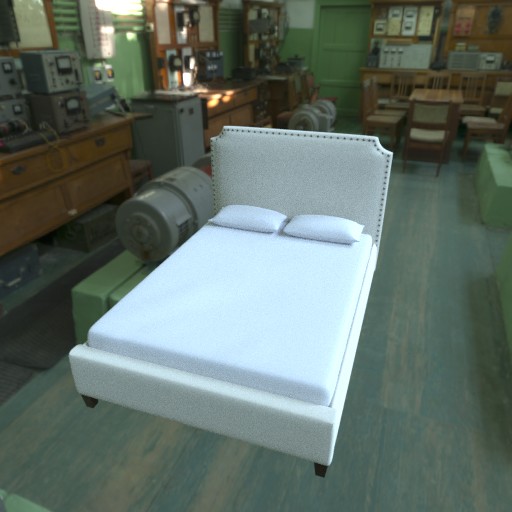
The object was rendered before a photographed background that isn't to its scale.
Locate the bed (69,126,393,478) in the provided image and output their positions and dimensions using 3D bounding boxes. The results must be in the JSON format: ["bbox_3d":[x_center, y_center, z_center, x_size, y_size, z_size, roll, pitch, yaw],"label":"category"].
[{"bbox_3d":[0.000,0.000,3.391,1.712,1.443,2.372,9,29,17],"label":"bed"}]
